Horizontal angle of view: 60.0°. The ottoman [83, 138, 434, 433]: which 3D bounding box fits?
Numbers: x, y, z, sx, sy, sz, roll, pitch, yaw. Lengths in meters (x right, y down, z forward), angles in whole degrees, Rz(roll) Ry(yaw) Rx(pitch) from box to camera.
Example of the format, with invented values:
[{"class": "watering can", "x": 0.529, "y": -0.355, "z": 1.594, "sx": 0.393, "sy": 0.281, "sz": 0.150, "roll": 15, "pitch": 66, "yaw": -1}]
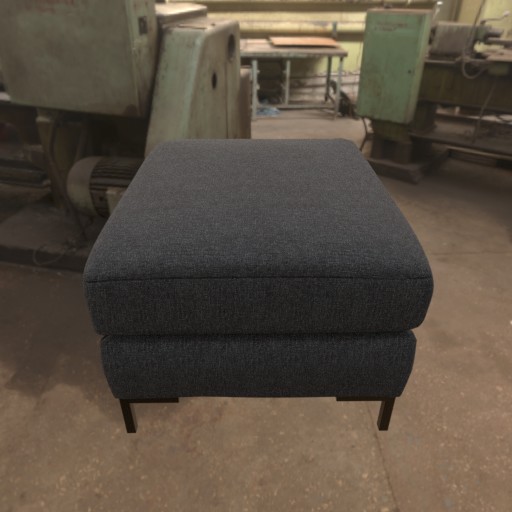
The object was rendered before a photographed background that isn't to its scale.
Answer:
[{"class": "ottoman", "x": 0.000, "y": 0.000, "z": 1.292, "sx": 0.695, "sy": 0.533, "sz": 0.831, "roll": 0, "pitch": 32, "yaw": -1}]
